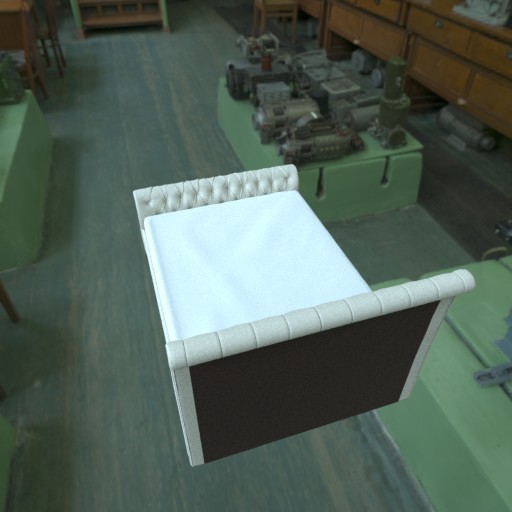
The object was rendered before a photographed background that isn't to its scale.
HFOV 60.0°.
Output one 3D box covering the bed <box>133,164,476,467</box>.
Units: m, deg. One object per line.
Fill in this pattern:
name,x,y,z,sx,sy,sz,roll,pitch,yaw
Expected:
bed,0.000,0.000,3.394,1.606,1.268,2.493,-12,42,-14
